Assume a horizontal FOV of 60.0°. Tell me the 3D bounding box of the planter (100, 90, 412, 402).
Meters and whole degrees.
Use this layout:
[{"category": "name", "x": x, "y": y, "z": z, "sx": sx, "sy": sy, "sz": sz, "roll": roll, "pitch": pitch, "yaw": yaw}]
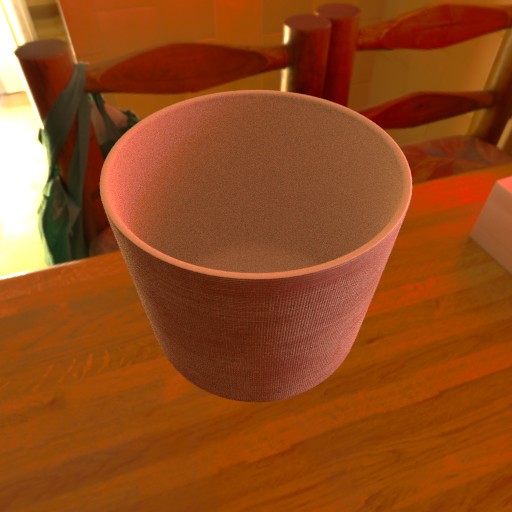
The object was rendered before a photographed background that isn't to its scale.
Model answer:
[{"category": "planter", "x": 0.000, "y": 0.000, "z": 0.786, "sx": 0.440, "sy": 0.398, "sz": 0.440, "roll": 0, "pitch": 47, "yaw": 0}]
